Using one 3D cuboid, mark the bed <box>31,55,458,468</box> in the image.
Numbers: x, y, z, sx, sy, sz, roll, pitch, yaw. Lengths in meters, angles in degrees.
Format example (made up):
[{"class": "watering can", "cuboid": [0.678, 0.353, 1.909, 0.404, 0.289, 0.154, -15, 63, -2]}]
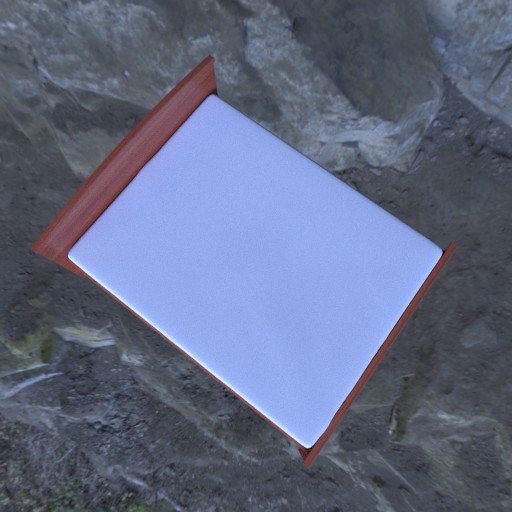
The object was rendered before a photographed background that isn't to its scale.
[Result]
[{"class": "bed", "cuboid": [0.000, 0.000, 2.964, 2.053, 0.848, 1.683, 36, 78, 9]}]
